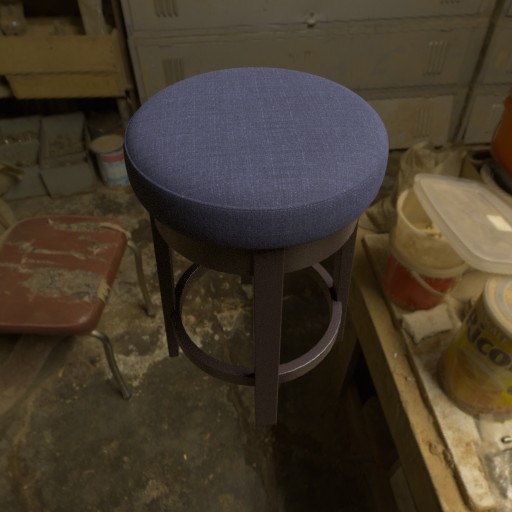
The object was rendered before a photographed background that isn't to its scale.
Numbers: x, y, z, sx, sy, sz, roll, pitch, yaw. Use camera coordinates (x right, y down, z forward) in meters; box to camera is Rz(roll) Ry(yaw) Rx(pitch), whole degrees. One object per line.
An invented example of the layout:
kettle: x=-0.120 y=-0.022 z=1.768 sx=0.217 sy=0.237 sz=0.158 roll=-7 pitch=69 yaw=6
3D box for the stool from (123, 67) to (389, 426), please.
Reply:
stool: x=0.000 y=0.000 z=0.931 sx=0.449 sy=0.655 sz=0.449 roll=0 pitch=46 yaw=0
